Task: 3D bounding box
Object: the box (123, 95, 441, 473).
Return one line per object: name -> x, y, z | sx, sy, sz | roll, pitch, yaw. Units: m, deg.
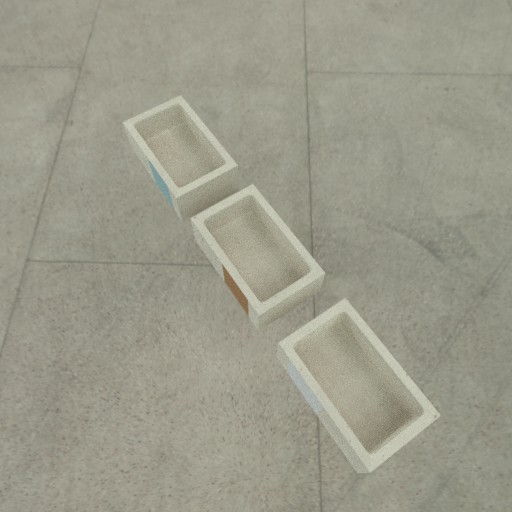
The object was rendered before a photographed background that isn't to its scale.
box -> 0.000, 0.000, 0.486 | 0.082, 0.051, 0.461 | -31, 68, -14
